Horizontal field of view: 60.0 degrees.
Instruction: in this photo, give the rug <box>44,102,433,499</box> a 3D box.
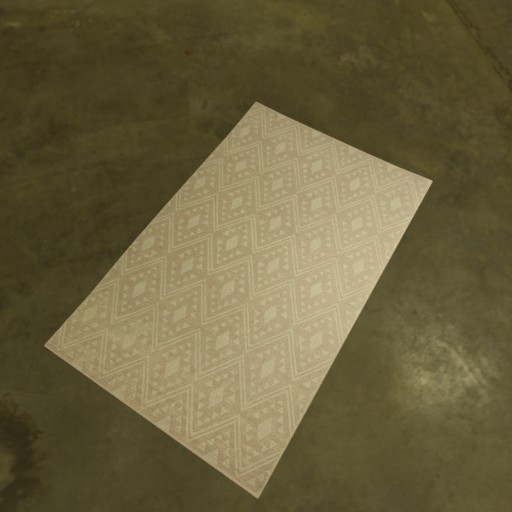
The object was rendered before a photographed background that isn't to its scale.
[{"bbox_3d":[0.000,0.000,2.993,1.553,0.053,2.430,29,66,15],"label":"rug"}]
